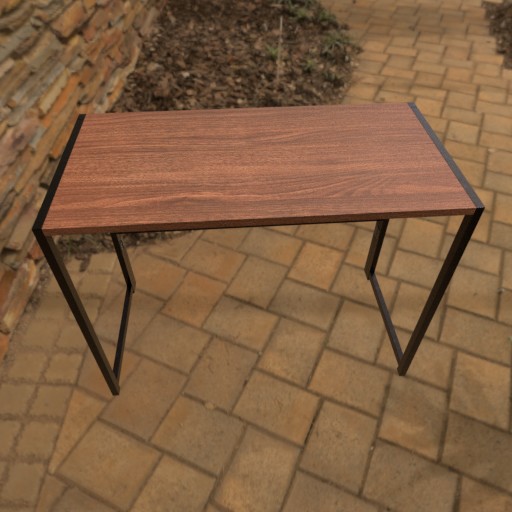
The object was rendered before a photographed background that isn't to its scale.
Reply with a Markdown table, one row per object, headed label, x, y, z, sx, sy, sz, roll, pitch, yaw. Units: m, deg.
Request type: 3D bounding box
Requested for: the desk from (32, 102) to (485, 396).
| label | x | y | z | sx | sy | sz | roll | pitch | yaw |
| --- | --- | --- | --- | --- | --- | --- | --- | --- | --- |
| desk | 0.000 | 0.000 | 1.432 | 1.016 | 0.762 | 0.508 | -3 | 46 | -3 |
